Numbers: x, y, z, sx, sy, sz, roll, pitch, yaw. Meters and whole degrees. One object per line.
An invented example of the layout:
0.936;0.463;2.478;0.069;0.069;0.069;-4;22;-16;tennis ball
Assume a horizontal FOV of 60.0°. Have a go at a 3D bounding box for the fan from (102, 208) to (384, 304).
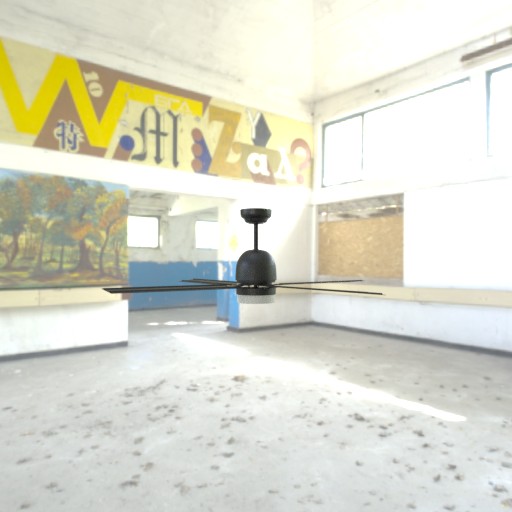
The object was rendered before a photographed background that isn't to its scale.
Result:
0.000;0.000;1.968;1.319;0.410;1.319;1;-1;-37;fan
